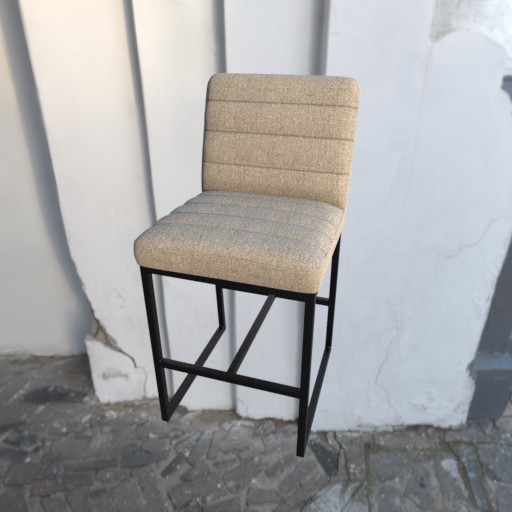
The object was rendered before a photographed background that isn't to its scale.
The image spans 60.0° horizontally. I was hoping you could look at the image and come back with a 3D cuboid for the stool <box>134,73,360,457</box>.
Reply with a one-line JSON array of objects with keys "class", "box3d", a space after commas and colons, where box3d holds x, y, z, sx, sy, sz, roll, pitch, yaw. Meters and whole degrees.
[{"class": "stool", "box3d": [0.000, 0.000, 1.286, 0.460, 0.940, 0.560, 8, 28, 16]}]
